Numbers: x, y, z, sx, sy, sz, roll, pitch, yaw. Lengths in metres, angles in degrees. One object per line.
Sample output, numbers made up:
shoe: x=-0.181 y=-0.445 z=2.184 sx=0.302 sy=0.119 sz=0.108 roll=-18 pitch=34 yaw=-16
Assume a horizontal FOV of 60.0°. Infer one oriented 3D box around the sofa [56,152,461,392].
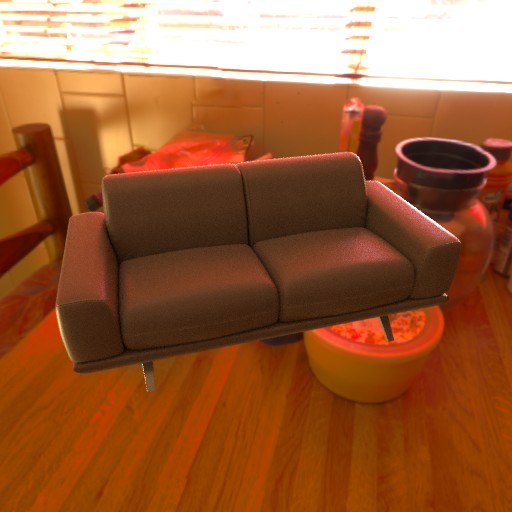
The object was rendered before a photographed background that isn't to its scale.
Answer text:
sofa: x=0.000 y=0.000 z=2.379 sx=1.901 sy=0.772 sz=0.900 roll=-8 pitch=32 yaw=-14
